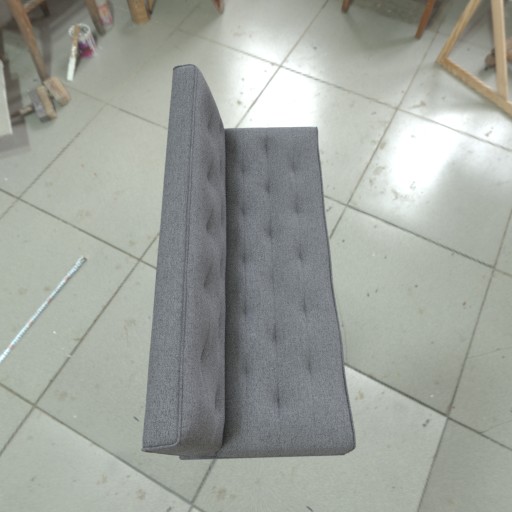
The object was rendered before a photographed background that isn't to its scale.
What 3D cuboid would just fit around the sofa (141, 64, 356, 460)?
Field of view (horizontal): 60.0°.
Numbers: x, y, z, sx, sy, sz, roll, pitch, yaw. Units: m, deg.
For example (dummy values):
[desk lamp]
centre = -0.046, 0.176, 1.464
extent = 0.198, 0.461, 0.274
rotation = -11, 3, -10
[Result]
[sofa]
centre = 0.000, 0.000, 2.214
extent = 0.810, 0.830, 1.820
rotation = -1, 63, -1
